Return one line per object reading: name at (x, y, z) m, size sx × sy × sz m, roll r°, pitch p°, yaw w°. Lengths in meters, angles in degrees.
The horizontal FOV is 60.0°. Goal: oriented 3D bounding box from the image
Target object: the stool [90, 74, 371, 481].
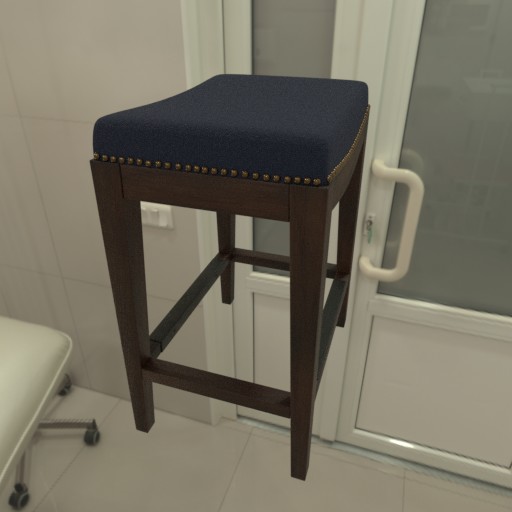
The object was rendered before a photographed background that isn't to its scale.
stool at (0.000, 0.000, 0.921) m, size 0.361 × 0.642 × 0.500 m, roll 10°, pitch 31°, yaw 16°
